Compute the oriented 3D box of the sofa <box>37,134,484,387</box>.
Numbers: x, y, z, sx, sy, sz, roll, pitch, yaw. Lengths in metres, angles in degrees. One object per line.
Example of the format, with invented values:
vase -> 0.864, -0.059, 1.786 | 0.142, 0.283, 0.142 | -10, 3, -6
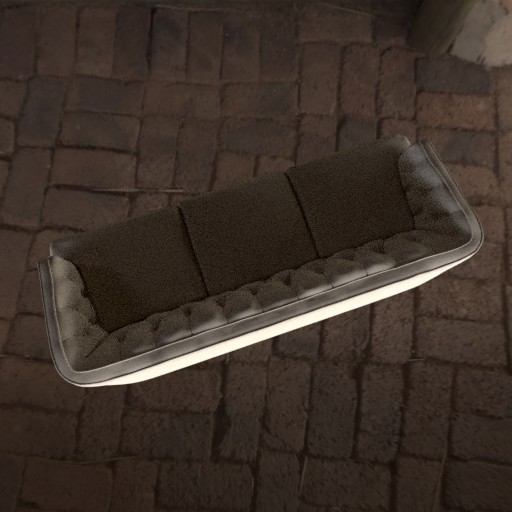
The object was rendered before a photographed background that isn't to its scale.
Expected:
sofa -> 0.000, 0.000, 2.580 | 2.235, 0.788, 0.913 | -18, 76, -5
